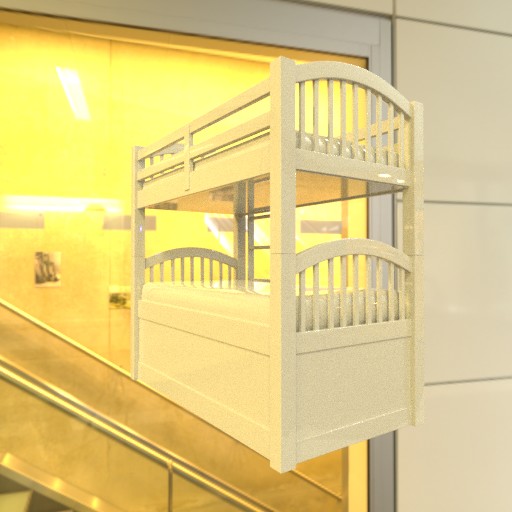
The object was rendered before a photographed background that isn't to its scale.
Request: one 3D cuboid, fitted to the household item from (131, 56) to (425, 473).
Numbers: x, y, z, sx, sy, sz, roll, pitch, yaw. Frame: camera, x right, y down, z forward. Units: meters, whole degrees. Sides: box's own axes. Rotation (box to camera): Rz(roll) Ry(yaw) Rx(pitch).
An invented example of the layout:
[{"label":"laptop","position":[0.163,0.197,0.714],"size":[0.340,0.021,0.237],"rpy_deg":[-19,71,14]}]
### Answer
[{"label":"household item","position":[0.000,0.000,3.211],"size":[1.143,2.032,2.032],"rpy_deg":[0,-1,-35]}]
